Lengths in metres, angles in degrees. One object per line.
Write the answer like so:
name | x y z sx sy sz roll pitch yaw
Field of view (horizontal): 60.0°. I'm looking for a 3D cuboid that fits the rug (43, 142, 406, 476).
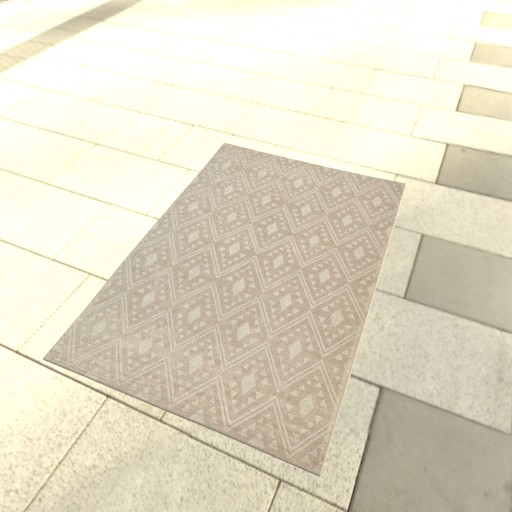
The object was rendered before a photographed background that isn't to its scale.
rug | 0.000 0.000 2.323 1.252 0.034 1.829 17 48 15
